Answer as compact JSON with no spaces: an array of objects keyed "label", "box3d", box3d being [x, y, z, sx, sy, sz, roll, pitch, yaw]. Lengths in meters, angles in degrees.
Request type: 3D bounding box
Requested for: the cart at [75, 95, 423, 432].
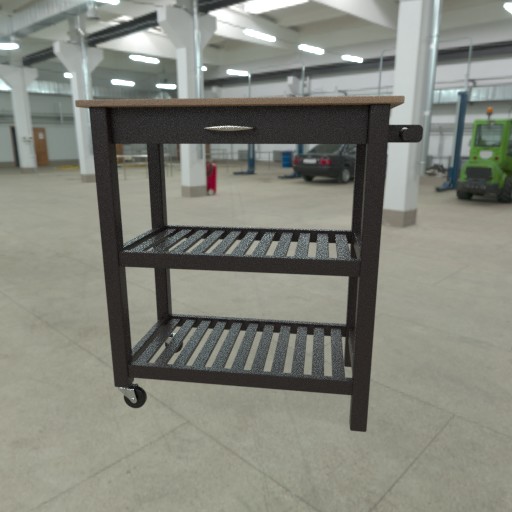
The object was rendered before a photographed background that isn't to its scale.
[{"label":"cart","box3d":[0.000,0.000,1.430,0.899,0.927,0.457,2,15,8]}]
